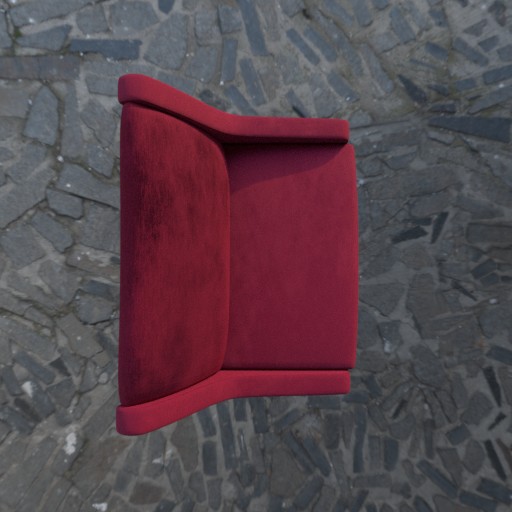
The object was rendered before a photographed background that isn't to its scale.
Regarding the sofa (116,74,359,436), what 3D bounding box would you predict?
[{"bbox_3d":[0.000,0.000,1.969,0.946,0.976,1.242,0,89,1],"label":"sofa"}]
